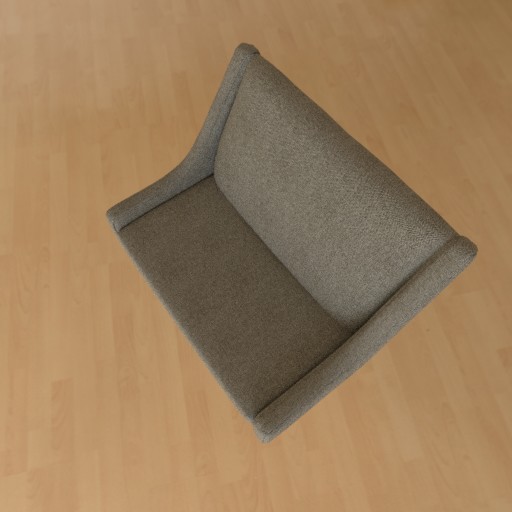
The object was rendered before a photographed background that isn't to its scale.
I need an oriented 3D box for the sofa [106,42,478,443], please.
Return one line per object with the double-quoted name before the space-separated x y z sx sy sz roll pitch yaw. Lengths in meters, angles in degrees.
"sofa" 0.000 0.000 1.921 0.870 1.021 1.242 -34 68 -16
